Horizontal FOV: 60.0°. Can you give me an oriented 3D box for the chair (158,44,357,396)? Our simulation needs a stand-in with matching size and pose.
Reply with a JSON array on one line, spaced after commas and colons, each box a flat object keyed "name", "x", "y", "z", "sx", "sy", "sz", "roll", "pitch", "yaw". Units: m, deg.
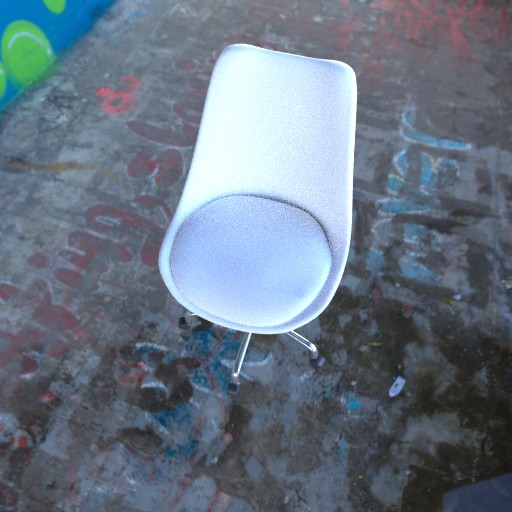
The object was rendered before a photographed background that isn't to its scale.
[{"name": "chair", "x": 0.000, "y": 0.000, "z": 1.253, "sx": 0.550, "sy": 0.930, "sz": 0.550, "roll": 15, "pitch": 58, "yaw": 10}]
